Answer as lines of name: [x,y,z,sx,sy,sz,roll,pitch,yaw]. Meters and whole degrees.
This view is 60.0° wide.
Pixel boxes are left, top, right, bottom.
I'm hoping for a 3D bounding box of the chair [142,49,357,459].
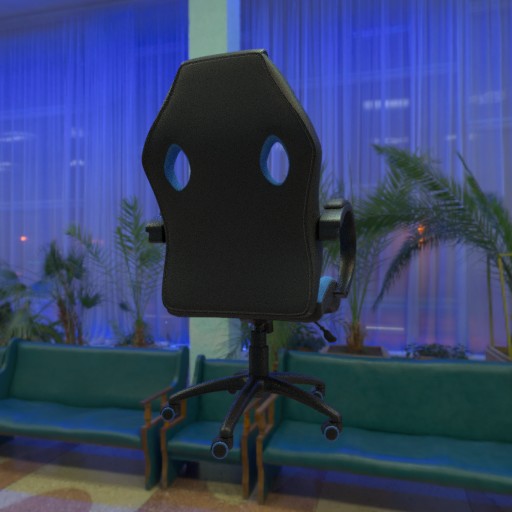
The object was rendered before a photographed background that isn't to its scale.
chair: [0.000,0.000,1.606,0.673,1.187,0.724,0,-1,18]
